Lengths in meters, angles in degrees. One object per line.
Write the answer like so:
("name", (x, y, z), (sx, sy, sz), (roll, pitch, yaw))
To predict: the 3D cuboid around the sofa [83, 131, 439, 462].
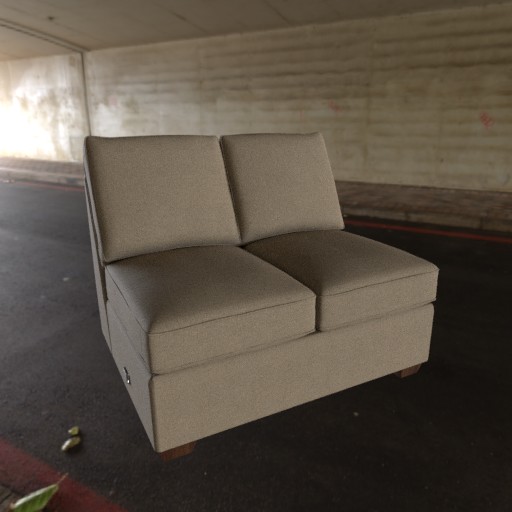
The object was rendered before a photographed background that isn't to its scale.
("sofa", (0.000, 0.000, 1.922), (1.232, 1.006, 0.978), (-9, 19, -26))
